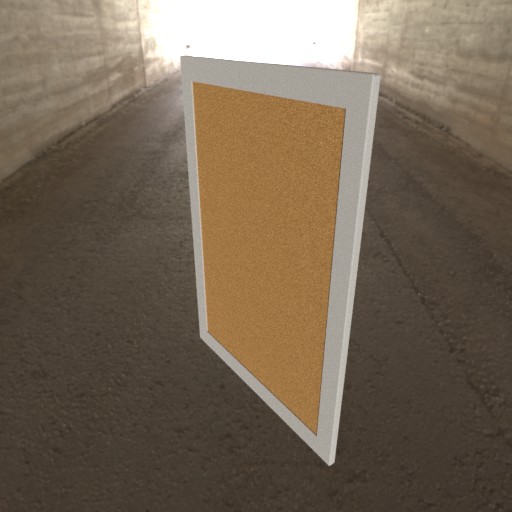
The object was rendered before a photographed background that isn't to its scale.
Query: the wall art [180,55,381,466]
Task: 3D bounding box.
[{"bbox_3d":[0.000,0.000,0.659,0.012,0.529,0.374,-19,33,-32],"label":"wall art"}]
